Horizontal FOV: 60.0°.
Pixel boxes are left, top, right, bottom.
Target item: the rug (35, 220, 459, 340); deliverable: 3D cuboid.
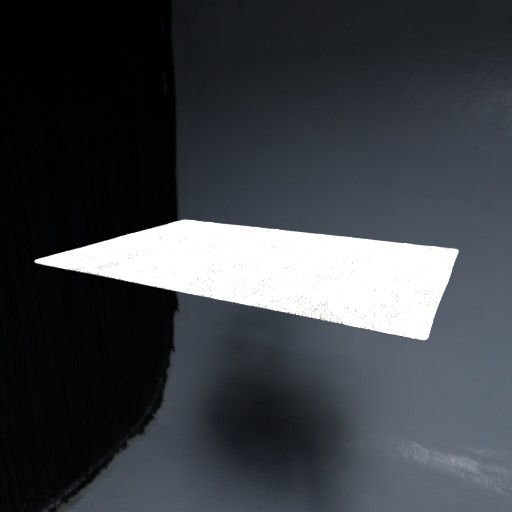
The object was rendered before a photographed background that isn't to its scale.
[{"bbox_3d":[0.000,0.000,3.370,2.701,0.026,1.801,8,17,27],"label":"rug"}]
